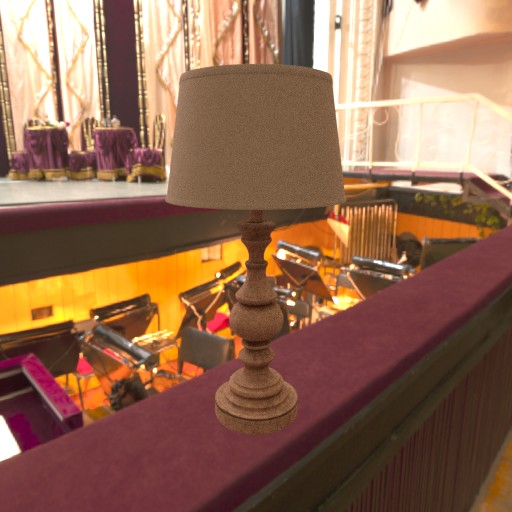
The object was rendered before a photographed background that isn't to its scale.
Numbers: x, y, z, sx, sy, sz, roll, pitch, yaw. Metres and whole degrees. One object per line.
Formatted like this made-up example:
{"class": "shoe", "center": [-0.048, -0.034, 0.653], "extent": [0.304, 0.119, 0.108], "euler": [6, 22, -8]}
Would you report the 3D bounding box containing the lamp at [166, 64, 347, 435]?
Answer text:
{"class": "lamp", "center": [0.000, 0.000, 0.874], "extent": [0.340, 0.678, 0.340], "euler": [0, 13, 0]}
